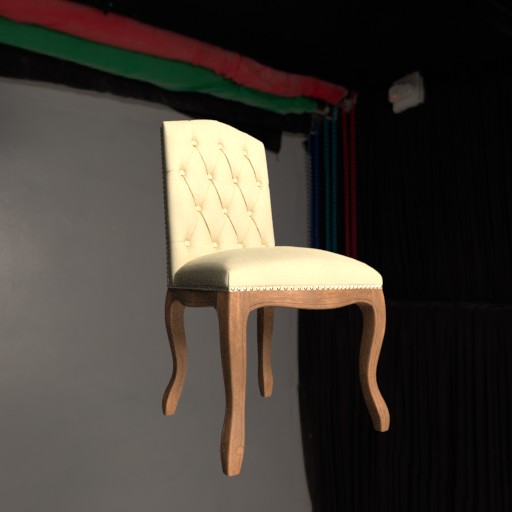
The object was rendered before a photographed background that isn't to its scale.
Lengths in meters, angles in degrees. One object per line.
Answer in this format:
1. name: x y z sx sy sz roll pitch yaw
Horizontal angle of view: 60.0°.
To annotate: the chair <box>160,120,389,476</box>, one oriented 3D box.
1. chair: 0.000 0.000 1.592 0.623 1.165 0.715 2 -4 -34
